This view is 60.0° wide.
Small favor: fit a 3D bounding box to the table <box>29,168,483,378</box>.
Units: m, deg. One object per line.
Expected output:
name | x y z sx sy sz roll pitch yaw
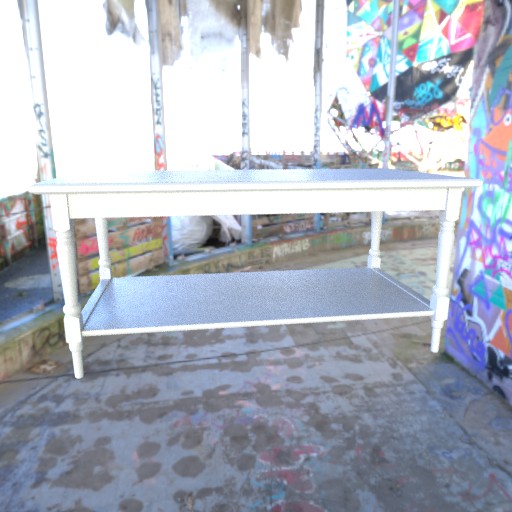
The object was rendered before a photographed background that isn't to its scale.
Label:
table | 0.000 0.000 1.392 1.109 0.506 0.551 -2 14 -8
